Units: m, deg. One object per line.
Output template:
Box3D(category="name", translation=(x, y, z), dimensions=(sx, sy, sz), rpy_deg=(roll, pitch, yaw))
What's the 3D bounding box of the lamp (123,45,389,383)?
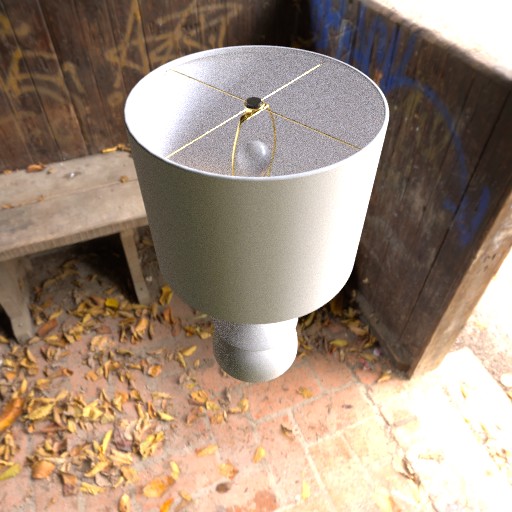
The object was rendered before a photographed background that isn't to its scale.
Box3D(category="lamp", translation=(0.000, 0.000, 0.706), dimensions=(0.301, 0.533, 0.301), rpy_deg=(31, 55, 26))
